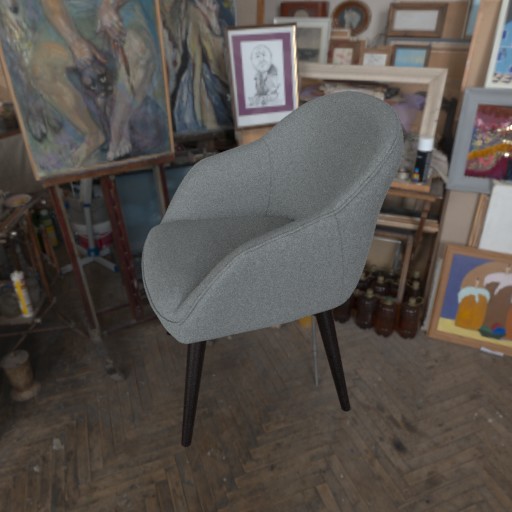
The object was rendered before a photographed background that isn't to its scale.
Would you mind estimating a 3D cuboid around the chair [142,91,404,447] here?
[{"bbox_3d":[0.000,0.000,1.216,0.611,0.810,0.589,-7,31,-13],"label":"chair"}]
